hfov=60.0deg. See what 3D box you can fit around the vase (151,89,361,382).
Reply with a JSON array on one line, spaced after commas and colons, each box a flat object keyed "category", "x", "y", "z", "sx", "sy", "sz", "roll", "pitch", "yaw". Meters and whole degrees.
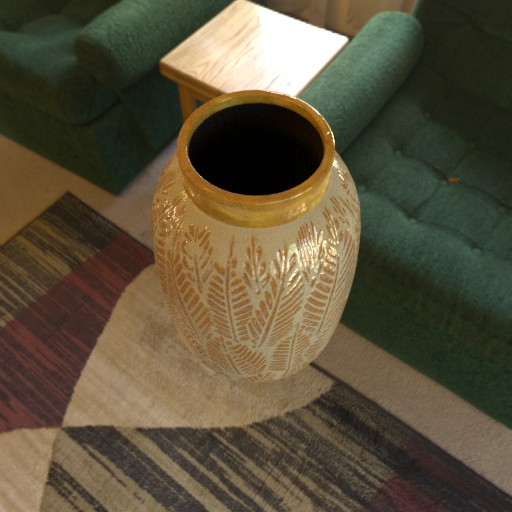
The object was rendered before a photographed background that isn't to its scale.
[{"category": "vase", "x": 0.000, "y": 0.000, "z": 0.385, "sx": 0.172, "sy": 0.270, "sz": 0.172, "roll": 0, "pitch": 59, "yaw": 0}]
